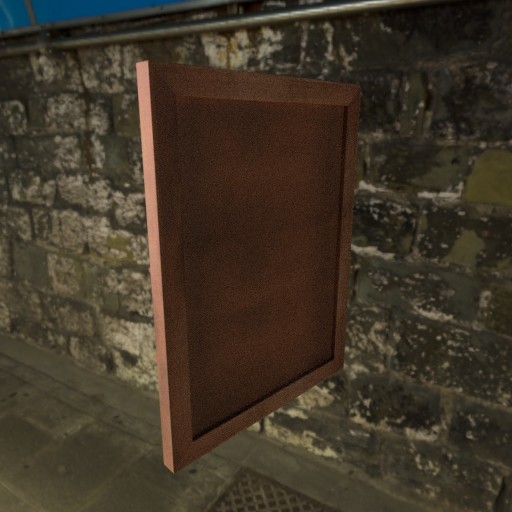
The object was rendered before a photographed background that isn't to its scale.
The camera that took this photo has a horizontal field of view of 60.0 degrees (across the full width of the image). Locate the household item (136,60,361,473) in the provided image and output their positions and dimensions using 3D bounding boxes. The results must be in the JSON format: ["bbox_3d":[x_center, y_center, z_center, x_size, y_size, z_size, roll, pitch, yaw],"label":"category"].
[{"bbox_3d":[0.000,0.000,0.542,0.310,0.407,0.067,-15,22,-42],"label":"household item"}]
